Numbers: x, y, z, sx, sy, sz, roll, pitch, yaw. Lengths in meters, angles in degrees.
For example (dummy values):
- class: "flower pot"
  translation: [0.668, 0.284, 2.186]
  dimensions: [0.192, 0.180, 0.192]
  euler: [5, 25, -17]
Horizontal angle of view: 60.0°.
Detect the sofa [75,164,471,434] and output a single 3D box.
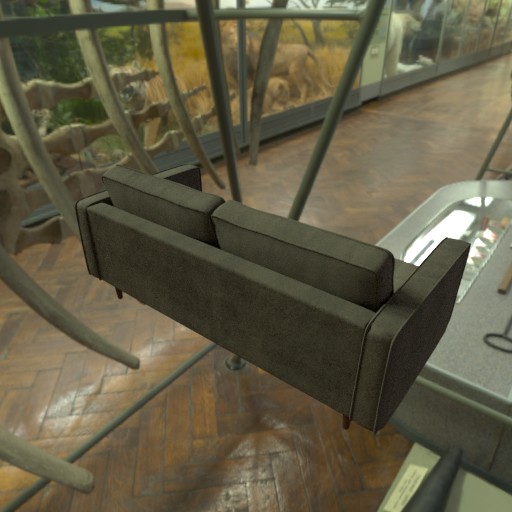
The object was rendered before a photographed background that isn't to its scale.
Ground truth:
- class: "sofa"
  translation: [0.000, 0.000, 2.387]
  dimensions: [1.920, 0.825, 0.924]
  euler: [21, 36, 32]
